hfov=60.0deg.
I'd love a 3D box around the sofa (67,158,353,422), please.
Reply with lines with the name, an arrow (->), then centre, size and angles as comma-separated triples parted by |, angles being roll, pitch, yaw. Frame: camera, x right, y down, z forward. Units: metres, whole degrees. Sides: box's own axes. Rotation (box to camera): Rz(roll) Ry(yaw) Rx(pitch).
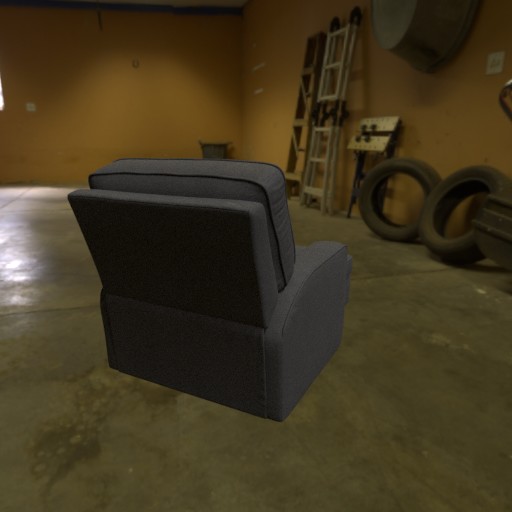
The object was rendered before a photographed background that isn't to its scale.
sofa -> 0.000, 0.000, 2.114 | 0.861, 0.959, 1.472 | 8, 17, 27
